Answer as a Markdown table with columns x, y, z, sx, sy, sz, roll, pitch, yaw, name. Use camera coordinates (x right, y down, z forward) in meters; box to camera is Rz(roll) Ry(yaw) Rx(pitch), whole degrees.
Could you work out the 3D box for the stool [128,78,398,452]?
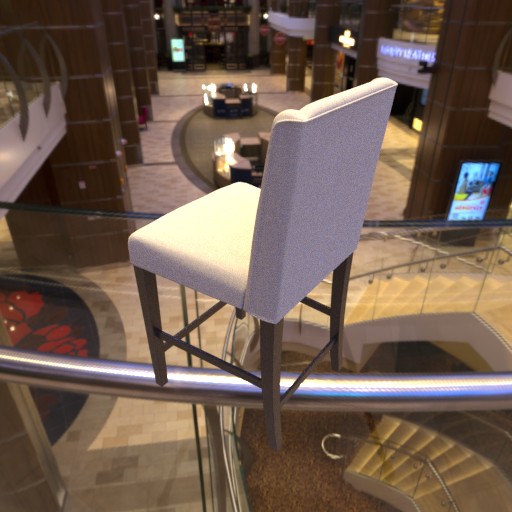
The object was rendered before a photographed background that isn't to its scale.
| x | y | z | sx | sy | sz | roll | pitch | yaw | name |
| --- | --- | --- | --- | --- | --- | --- | --- | --- | --- |
| 0.000 | 0.000 | 1.243 | 0.509 | 0.939 | 0.474 | 21 | 37 | 30 | stool |
